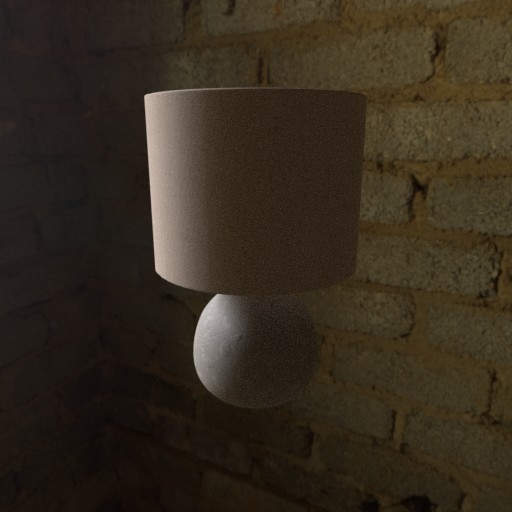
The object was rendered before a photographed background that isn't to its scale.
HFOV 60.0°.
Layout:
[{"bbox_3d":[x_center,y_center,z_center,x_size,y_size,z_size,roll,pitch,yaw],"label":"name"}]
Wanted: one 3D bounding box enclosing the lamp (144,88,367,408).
[{"bbox_3d":[0.000,0.000,0.606,0.269,0.409,0.269,-3,16,-10],"label":"lamp"}]
